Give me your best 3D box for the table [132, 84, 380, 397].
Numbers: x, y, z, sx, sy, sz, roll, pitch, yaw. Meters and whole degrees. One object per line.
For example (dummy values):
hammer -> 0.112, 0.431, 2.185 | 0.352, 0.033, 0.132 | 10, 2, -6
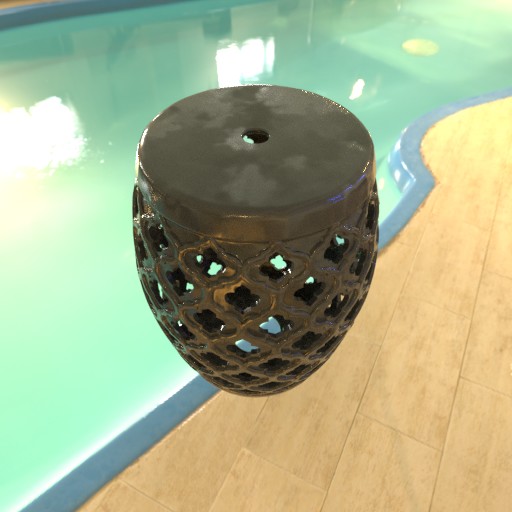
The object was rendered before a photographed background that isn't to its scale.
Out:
table -> 0.000, 0.000, 0.631 | 0.325, 0.388, 0.325 | 0, 47, 0
